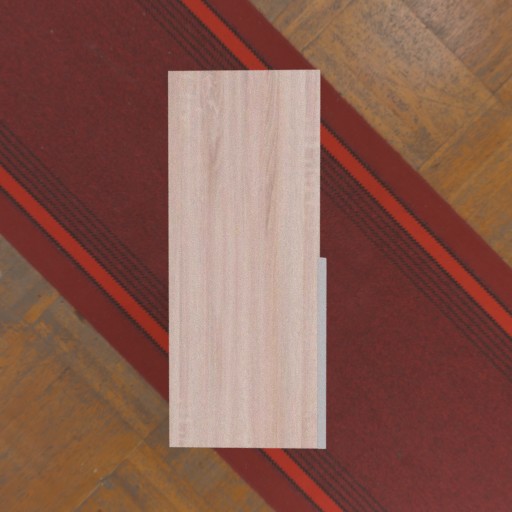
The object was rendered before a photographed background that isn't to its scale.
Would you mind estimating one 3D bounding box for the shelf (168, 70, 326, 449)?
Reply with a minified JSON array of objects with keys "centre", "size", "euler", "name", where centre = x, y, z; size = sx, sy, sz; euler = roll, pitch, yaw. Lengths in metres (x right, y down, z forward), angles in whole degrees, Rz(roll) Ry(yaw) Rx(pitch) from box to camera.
[{"centre":[0.000,0.000,1.868],"size":[0.434,1.405,0.995],"euler":[0,91,1],"name":"shelf"}]
